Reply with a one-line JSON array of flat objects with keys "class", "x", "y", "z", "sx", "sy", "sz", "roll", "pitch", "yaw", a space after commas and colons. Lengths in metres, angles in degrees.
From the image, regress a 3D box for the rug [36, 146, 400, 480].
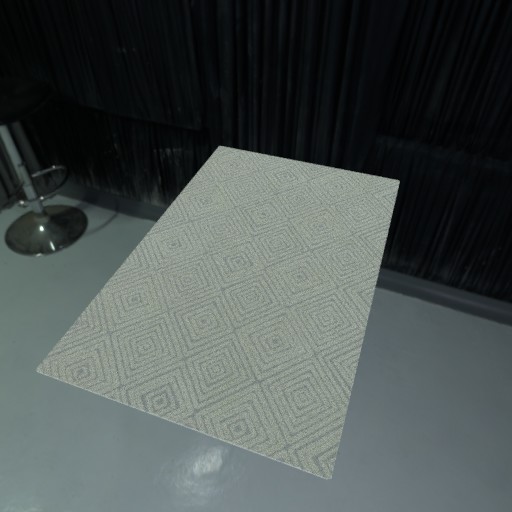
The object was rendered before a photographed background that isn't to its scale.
[{"class": "rug", "x": 0.000, "y": 0.000, "z": 2.134, "sx": 1.143, "sy": 0.008, "sz": 1.753, "roll": 14, "pitch": 46, "yaw": 14}]
